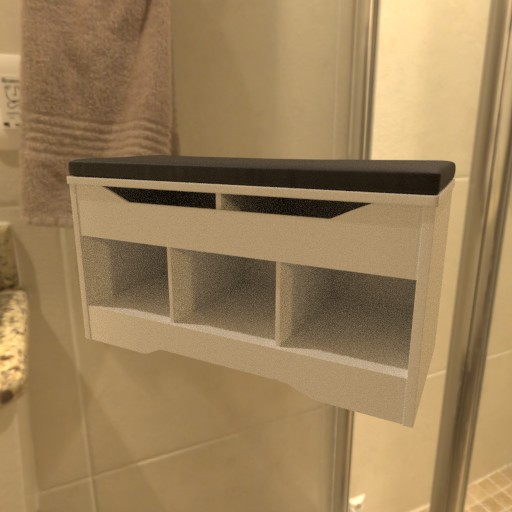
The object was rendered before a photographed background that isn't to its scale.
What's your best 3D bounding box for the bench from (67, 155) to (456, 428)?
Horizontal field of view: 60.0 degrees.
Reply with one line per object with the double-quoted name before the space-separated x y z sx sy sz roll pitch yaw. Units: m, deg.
"bench" 0.000 0.000 1.170 0.899 0.500 0.401 7 17 26
